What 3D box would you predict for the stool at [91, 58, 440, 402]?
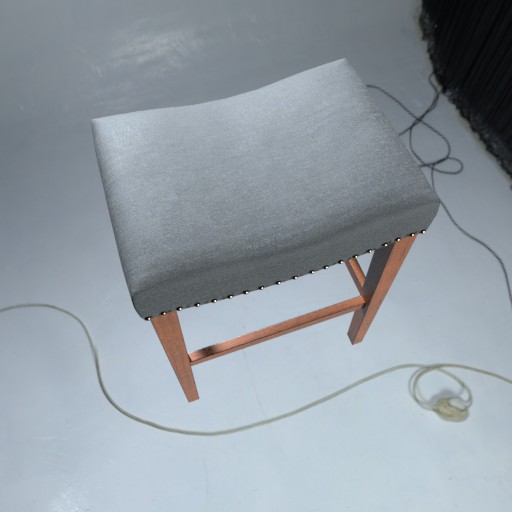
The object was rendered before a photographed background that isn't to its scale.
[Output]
[{"bbox_3d":[0.000,0.000,0.860,0.439,0.612,0.320,-17,63,-9],"label":"stool"}]
